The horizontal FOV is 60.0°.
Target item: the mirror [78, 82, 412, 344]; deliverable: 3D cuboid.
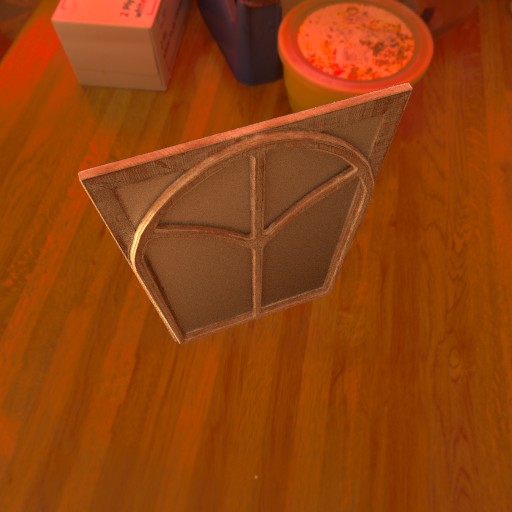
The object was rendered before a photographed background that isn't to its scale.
[{"bbox_3d":[0.000,0.000,0.974,0.495,0.787,0.058,-18,65,-9],"label":"mirror"}]
